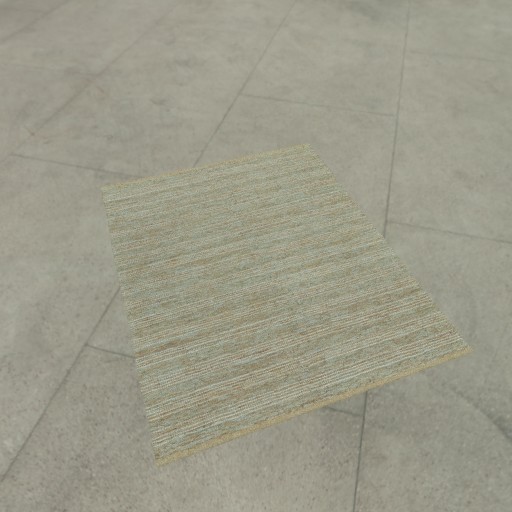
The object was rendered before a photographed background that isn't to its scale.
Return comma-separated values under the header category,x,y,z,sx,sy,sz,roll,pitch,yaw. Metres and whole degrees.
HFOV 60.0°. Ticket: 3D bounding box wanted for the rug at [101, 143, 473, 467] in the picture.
category,x,y,z,sx,sy,sz,roll,pitch,yaw
rug,0.000,0.000,4.096,2.471,0.012,3.034,-15,49,-13
